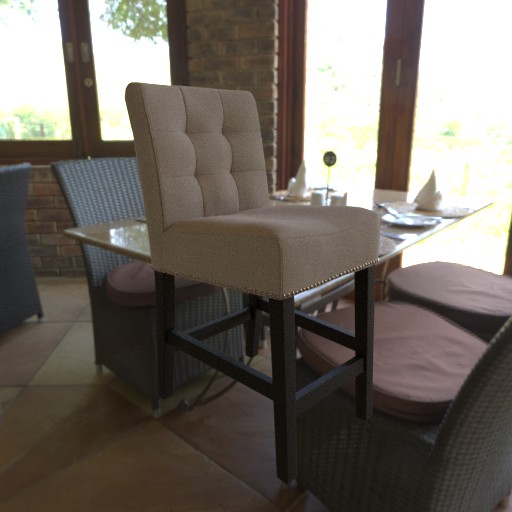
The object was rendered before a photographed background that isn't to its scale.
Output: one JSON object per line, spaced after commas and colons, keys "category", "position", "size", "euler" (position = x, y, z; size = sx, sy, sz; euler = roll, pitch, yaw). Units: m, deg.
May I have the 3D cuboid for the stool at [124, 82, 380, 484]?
{"category": "stool", "position": [0.000, 0.000, 1.192], "size": [0.427, 0.885, 0.571], "euler": [-15, 22, -43]}
